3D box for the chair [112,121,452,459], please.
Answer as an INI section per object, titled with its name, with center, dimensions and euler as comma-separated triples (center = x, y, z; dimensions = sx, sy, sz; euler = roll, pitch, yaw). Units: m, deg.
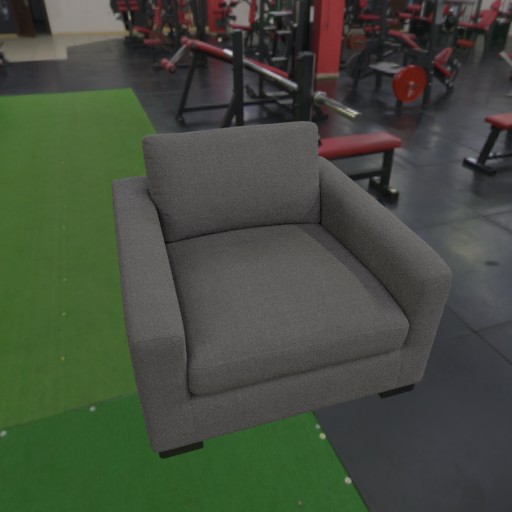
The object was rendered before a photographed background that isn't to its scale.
[chair]
center = 0.000, 0.000, 1.836
dimensions = 1.070, 0.847, 1.100
euler = -10, 34, -15
